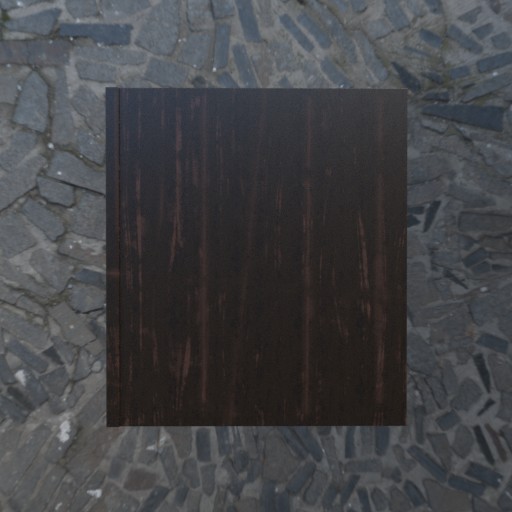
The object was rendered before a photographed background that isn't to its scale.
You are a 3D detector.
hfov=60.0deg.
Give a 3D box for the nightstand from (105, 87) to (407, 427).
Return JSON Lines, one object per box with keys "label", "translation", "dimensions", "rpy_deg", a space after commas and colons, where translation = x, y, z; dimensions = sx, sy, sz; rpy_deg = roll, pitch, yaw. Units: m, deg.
{"label": "nightstand", "translation": [0.000, 0.000, 0.801], "dimensions": [0.356, 0.559, 0.400], "rpy_deg": [0, 90, 0]}
